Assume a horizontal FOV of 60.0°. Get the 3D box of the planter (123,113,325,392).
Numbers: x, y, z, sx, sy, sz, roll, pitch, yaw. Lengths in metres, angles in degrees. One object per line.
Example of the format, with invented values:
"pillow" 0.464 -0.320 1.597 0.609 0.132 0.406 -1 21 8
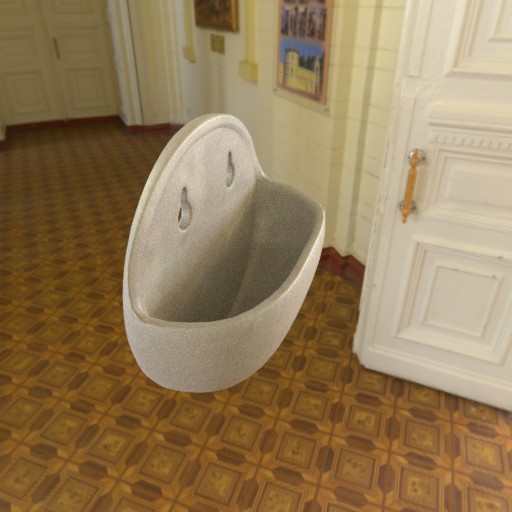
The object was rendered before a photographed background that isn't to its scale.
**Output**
"planter" 0.000 0.000 0.277 0.073 0.164 0.190 10 33 17
